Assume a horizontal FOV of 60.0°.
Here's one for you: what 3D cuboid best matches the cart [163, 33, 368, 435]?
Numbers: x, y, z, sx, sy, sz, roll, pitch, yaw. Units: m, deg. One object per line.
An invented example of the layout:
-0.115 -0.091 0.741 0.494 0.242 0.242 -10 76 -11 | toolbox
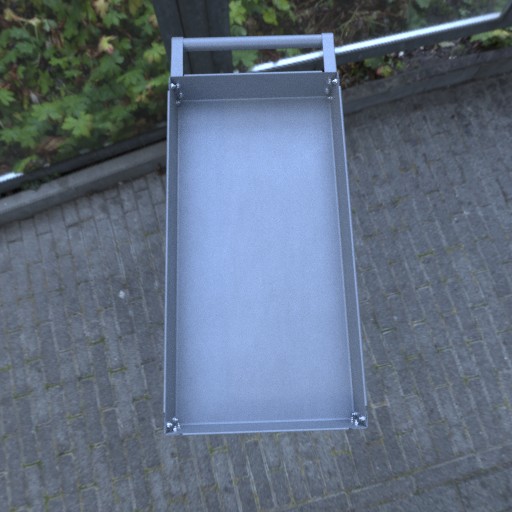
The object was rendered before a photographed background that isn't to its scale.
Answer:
0.000 0.000 1.160 0.366 0.719 0.779 -2 77 0 | cart
